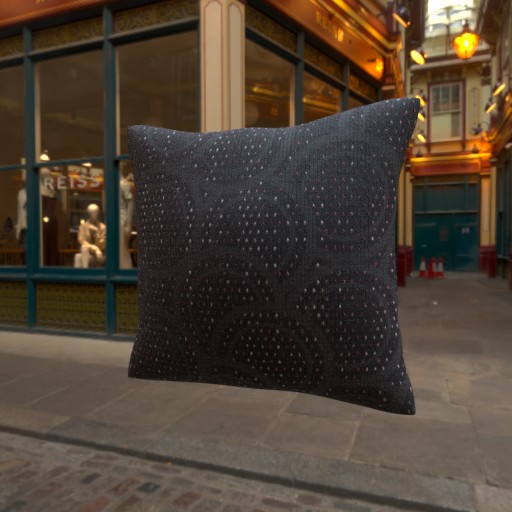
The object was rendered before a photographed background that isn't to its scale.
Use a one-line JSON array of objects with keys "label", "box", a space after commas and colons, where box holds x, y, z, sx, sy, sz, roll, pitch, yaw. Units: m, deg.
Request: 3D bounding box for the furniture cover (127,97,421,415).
[{"label": "furniture cover", "box": [0.000, 0.000, 0.801, 0.552, 0.509, 0.193, 1, 2, 20]}]
